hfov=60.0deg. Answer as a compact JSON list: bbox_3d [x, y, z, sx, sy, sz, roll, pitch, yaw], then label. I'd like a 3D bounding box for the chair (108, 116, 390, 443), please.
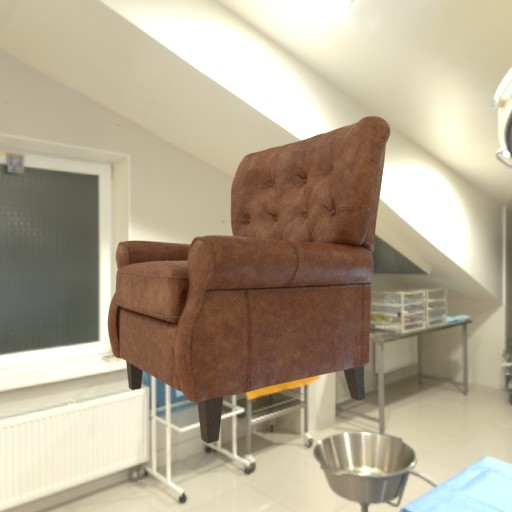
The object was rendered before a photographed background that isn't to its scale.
[{"bbox_3d":[0.000,0.000,1.912,1.059,1.164,0.951,0,0,-36],"label":"chair"}]
